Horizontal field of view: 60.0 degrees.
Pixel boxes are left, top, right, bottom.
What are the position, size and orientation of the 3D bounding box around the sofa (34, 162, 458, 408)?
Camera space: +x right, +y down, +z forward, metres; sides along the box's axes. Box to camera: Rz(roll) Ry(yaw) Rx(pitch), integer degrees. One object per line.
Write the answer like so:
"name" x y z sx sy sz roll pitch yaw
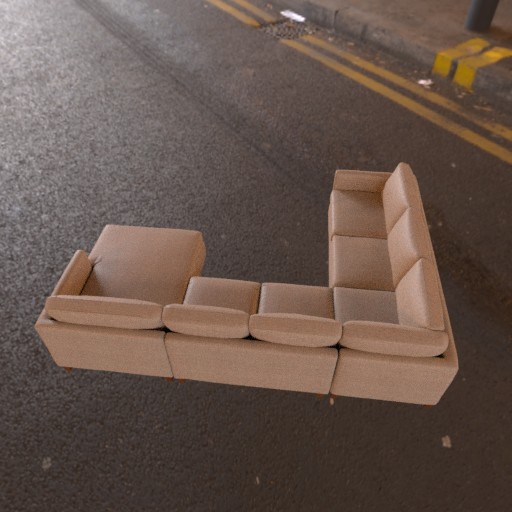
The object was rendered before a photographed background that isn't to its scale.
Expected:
"sofa" 0.000 0.000 4.582 3.460 0.961 2.594 5 46 4
